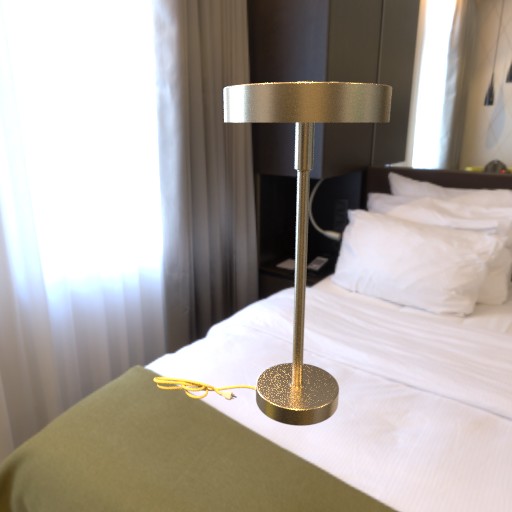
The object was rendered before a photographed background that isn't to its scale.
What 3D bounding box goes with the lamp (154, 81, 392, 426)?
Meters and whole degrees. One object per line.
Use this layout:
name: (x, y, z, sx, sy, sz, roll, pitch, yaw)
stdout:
lamp: (0.000, 0.000, 0.695, 0.369, 0.508, 0.229, 2, 17, 7)
